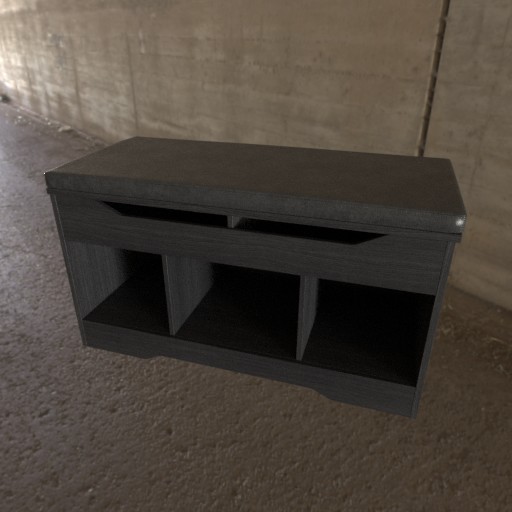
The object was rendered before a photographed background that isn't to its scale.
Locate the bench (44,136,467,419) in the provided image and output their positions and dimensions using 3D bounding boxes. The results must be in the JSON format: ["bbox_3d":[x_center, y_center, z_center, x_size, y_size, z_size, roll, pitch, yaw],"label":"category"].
[{"bbox_3d":[0.000,0.000,1.176,0.905,0.501,0.401,8,28,15],"label":"bench"}]
